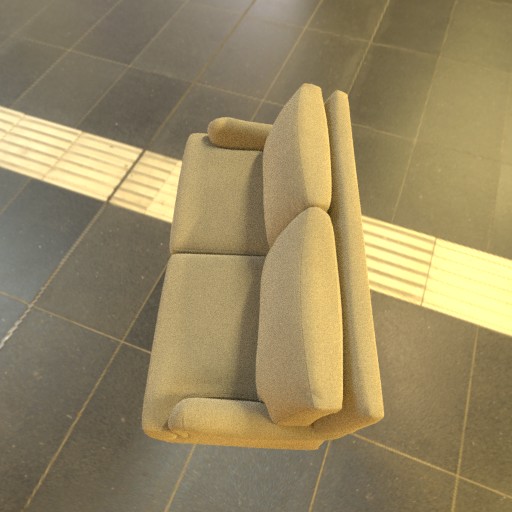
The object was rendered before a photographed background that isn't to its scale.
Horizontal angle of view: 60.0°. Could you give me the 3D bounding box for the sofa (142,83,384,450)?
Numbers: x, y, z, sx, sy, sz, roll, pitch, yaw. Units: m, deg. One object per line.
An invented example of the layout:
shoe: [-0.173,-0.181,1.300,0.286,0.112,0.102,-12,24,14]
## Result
sofa: [0.000,0.000,2.630,1.091,0.997,2.070,2,58,1]
